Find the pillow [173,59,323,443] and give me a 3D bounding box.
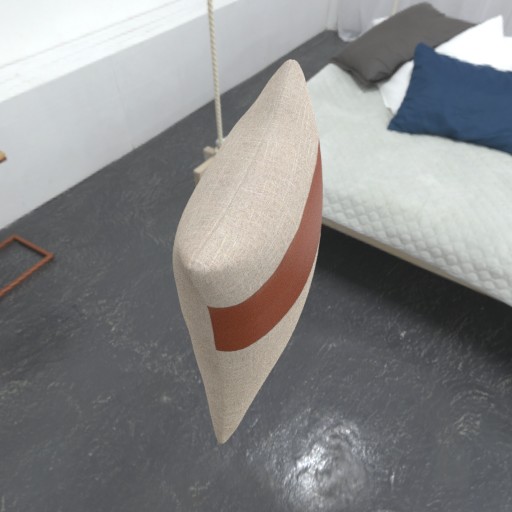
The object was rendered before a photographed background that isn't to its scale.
[{"bbox_3d":[0.000,0.000,0.642,0.173,0.399,0.414,11,48,10],"label":"pillow"}]
